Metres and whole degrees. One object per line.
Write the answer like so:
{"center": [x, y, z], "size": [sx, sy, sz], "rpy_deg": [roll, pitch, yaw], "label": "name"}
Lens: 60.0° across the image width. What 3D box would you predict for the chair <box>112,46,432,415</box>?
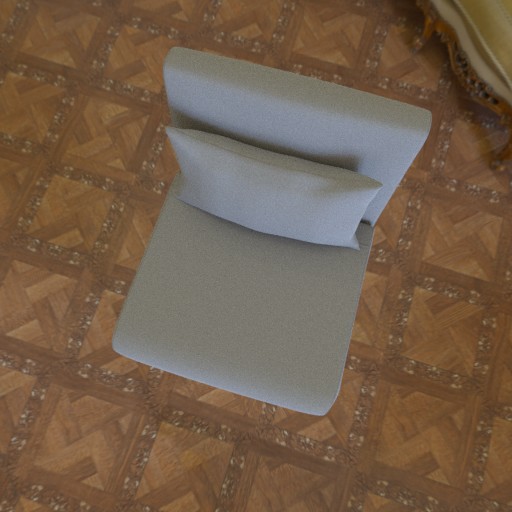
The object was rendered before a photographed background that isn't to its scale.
{"center": [0.000, 0.000, 1.506], "size": [0.770, 0.808, 0.902], "rpy_deg": [16, 76, 4], "label": "chair"}
